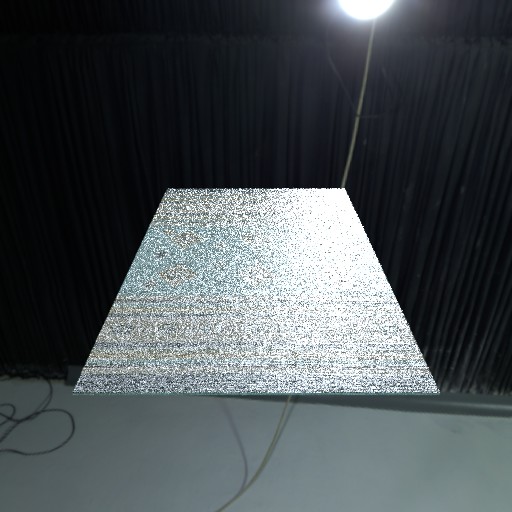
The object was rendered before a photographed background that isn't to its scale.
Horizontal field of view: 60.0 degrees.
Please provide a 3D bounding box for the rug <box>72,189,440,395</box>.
[{"bbox_3d":[0.000,0.000,2.243,1.212,0.010,1.811,0,30,0],"label":"rug"}]
